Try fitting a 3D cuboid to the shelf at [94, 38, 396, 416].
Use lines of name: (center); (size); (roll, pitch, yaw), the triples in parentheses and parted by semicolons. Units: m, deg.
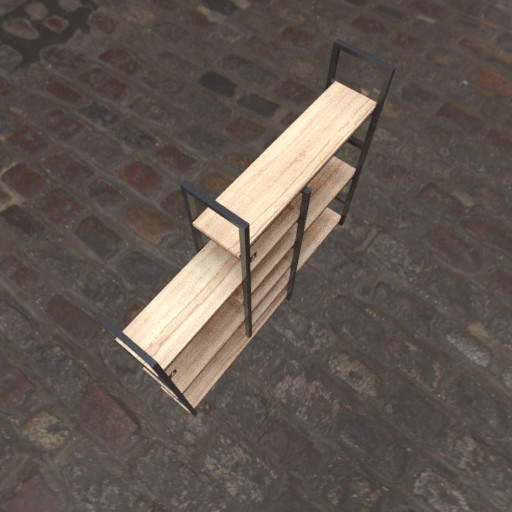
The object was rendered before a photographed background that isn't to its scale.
shelf: (0.000, 0.000, 1.410); (0.183, 0.921, 0.946); (35, 68, 17)
